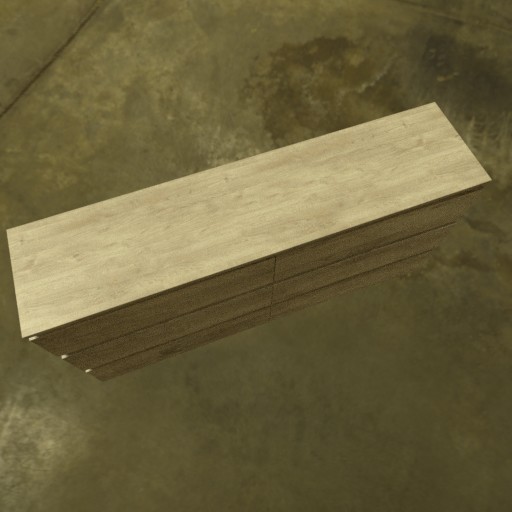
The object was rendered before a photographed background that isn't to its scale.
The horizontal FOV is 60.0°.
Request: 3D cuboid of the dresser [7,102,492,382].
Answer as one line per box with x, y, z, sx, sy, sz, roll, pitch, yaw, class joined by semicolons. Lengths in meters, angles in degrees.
0.000;0.000;1.837;1.590;0.795;0.390;-19;66;-9;dresser
